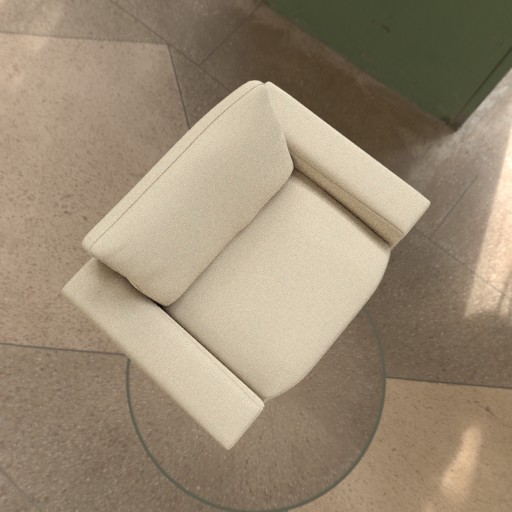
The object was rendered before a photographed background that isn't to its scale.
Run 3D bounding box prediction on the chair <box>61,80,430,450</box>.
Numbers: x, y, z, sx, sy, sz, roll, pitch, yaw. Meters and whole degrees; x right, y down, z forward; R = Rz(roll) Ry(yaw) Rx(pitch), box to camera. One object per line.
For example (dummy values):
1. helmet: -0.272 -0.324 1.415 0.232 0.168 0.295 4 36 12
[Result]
1. chair: 0.000 0.000 2.051 1.039 0.915 1.398 40 79 9
